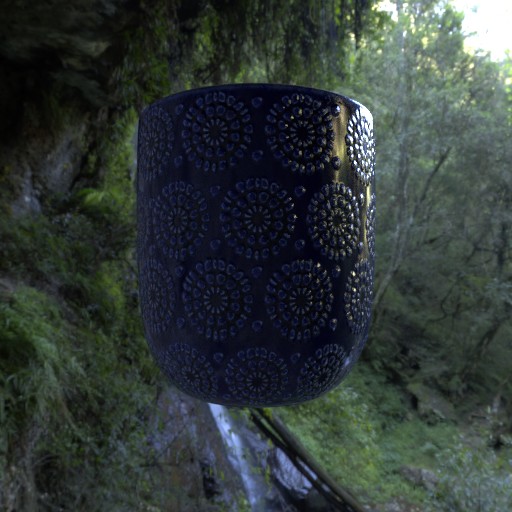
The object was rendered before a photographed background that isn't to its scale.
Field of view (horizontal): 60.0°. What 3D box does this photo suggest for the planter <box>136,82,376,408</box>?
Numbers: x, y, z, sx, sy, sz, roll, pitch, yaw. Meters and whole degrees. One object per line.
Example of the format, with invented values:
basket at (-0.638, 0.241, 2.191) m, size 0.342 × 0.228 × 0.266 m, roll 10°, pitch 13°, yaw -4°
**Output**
planter at (0.000, 0.000, 0.353) m, size 0.184 × 0.206 × 0.184 m, roll 0°, pitch -1°, yaw 0°
